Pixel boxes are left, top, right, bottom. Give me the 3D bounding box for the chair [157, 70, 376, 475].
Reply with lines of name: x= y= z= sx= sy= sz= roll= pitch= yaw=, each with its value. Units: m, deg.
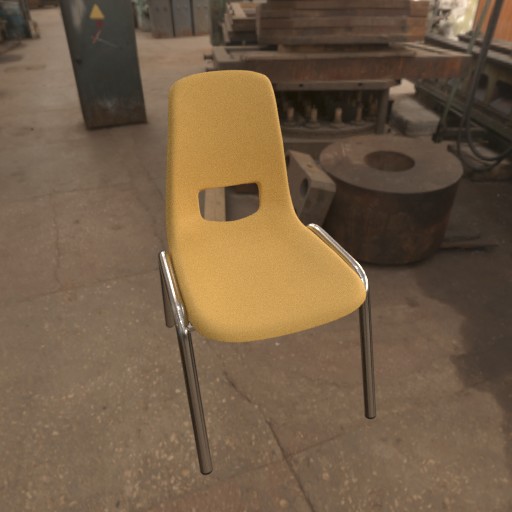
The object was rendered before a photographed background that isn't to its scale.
chair: x=0.000 y=0.000 z=0.828 sx=0.354 sy=0.586 sz=0.423 roll=-11 pitch=34 yaw=-17
